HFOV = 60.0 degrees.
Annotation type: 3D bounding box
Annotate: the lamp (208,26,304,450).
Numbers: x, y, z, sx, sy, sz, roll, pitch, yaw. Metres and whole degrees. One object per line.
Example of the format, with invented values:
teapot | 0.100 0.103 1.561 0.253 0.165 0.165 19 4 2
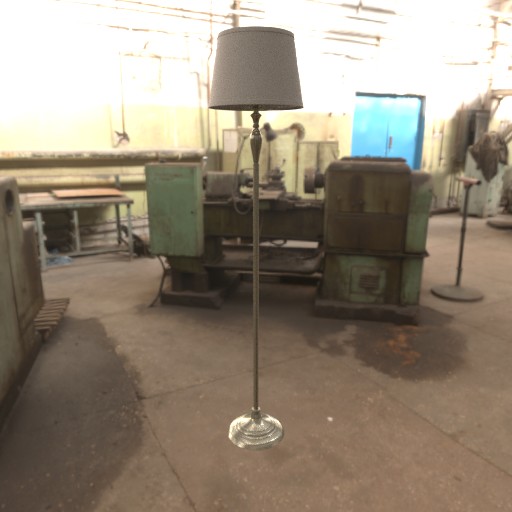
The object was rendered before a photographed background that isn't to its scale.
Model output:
lamp | 0.000 0.000 1.655 0.327 1.506 0.327 -7 16 -26
